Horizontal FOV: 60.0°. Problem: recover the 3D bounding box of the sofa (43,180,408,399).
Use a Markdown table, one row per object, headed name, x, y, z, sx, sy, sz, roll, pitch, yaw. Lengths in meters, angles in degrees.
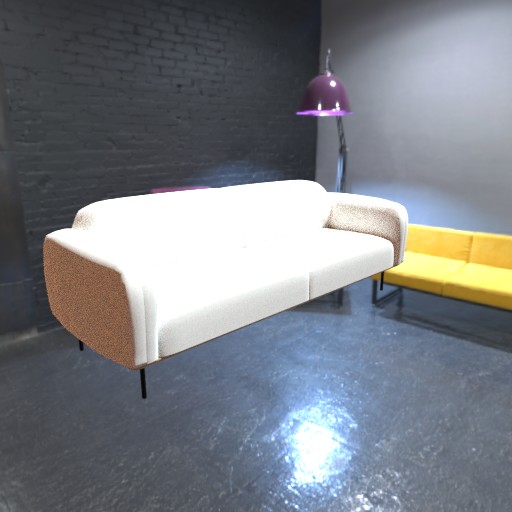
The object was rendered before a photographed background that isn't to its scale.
| name | x | y | z | sx | sy | sz | roll | pitch | yaw |
| --- | --- | --- | --- | --- | --- | --- | --- | --- | --- |
| sofa | 0.000 | 0.000 | 2.702 | 2.280 | 0.780 | 0.870 | -14 | 21 | -43 |
